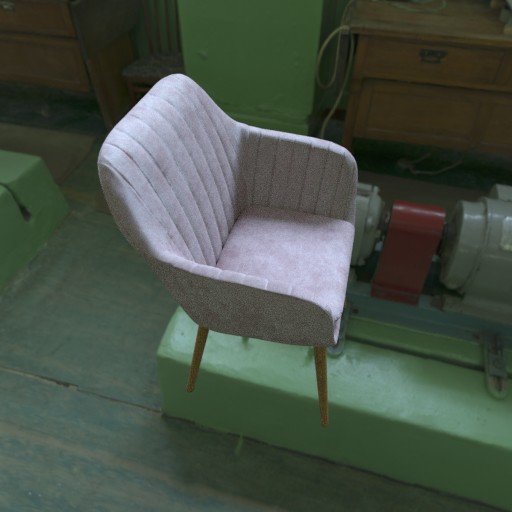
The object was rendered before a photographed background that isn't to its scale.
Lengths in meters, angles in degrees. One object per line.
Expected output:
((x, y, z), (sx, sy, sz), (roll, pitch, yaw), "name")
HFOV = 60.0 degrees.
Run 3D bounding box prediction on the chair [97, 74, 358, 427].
((0.000, 0.000, 1.239), (0.570, 0.832, 0.610), (10, 46, 10), "chair")
